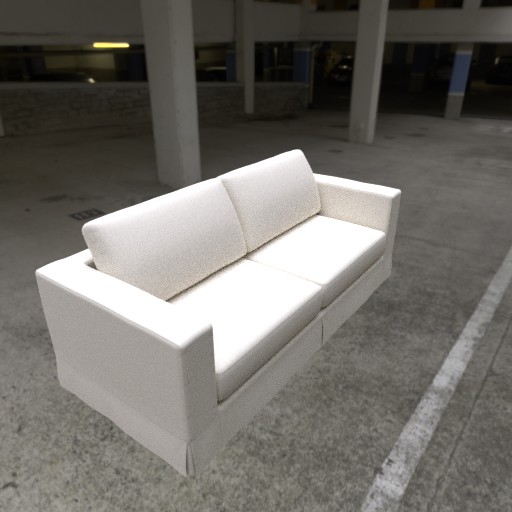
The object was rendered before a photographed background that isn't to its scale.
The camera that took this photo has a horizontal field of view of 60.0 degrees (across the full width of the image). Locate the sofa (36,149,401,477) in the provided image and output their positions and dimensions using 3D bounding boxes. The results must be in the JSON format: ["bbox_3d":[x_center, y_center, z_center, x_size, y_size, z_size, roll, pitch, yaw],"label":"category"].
[{"bbox_3d":[0.000,0.000,2.616,0.954,0.881,2.163,18,32,32],"label":"sofa"}]
